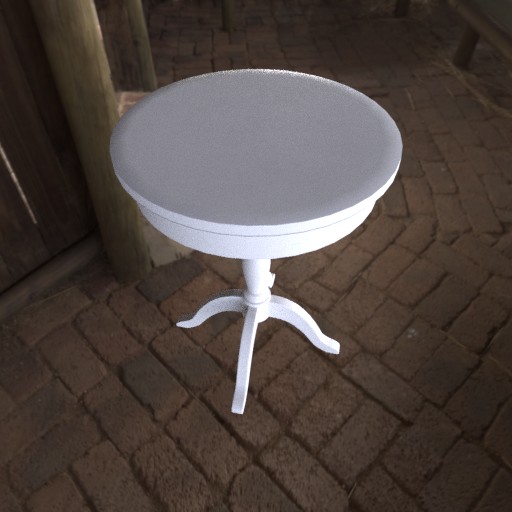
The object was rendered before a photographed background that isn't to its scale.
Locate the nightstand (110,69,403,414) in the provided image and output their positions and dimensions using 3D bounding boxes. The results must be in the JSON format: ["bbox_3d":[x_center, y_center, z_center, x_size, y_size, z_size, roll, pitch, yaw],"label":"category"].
[{"bbox_3d":[0.000,0.000,1.029,0.513,0.653,0.513,15,48,14],"label":"nightstand"}]
